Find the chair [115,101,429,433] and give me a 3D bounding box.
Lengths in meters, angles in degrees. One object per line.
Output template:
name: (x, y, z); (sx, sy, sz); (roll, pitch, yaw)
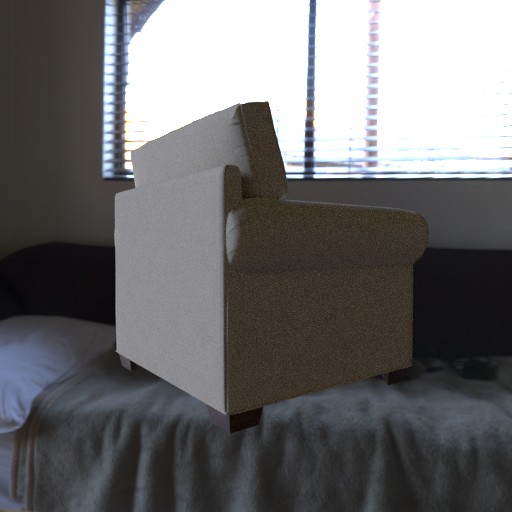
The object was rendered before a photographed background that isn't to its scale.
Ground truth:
chair: (0.000, 0.000, 1.800); (0.863, 0.955, 1.040); (-1, 2, -37)
